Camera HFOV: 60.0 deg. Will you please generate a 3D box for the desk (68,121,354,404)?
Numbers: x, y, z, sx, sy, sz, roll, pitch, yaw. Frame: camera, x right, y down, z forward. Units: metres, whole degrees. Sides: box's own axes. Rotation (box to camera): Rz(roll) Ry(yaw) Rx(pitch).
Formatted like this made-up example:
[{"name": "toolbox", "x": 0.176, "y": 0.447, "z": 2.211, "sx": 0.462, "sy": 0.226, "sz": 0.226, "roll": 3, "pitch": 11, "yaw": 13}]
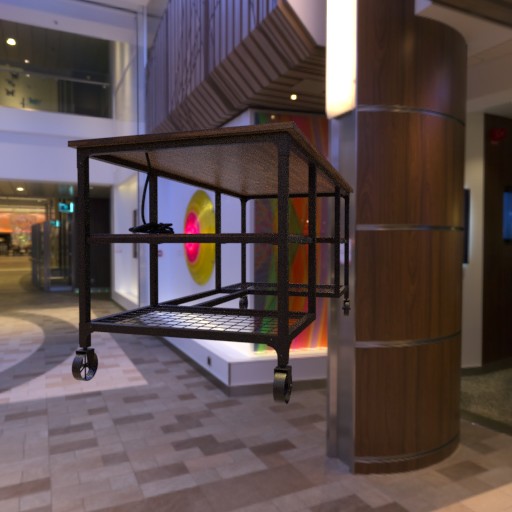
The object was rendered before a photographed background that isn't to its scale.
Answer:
[{"name": "desk", "x": 0.000, "y": 0.000, "z": 2.007, "sx": 0.711, "sy": 0.751, "sz": 1.590, "roll": 1, "pitch": 2, "yaw": 18}]
